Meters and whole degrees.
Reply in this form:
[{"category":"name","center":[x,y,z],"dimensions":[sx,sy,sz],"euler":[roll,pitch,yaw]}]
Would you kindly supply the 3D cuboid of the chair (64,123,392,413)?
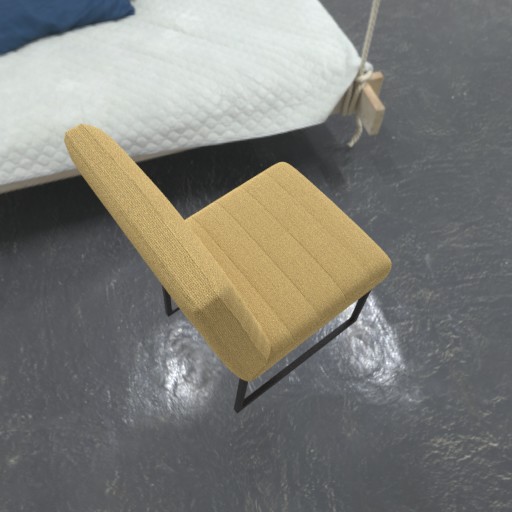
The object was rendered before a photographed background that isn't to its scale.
[{"category":"chair","center":[0.000,0.000,1.273],"dimensions":[0.634,0.930,0.520],"euler":[-33,64,-18]}]
